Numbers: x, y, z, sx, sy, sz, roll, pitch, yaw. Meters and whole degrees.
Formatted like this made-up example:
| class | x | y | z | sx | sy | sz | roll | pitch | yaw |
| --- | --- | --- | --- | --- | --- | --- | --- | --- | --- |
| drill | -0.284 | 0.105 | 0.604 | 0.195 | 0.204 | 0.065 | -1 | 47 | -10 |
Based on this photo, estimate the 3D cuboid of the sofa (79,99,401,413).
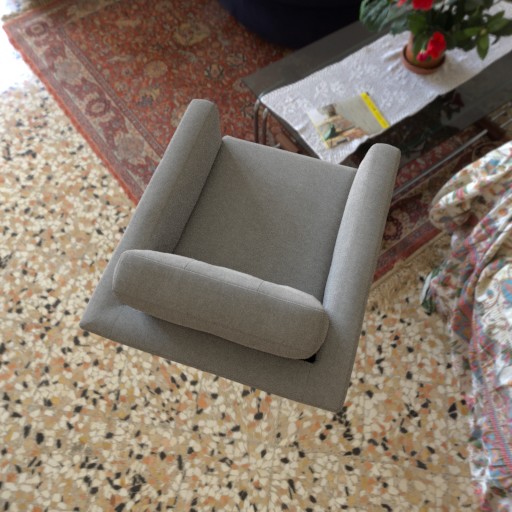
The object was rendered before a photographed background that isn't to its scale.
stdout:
| class | x | y | z | sx | sy | sz | roll | pitch | yaw |
| --- | --- | --- | --- | --- | --- | --- | --- | --- | --- |
| sofa | 0.000 | 0.000 | 1.545 | 0.770 | 0.860 | 0.920 | 16 | 65 | 8 |
